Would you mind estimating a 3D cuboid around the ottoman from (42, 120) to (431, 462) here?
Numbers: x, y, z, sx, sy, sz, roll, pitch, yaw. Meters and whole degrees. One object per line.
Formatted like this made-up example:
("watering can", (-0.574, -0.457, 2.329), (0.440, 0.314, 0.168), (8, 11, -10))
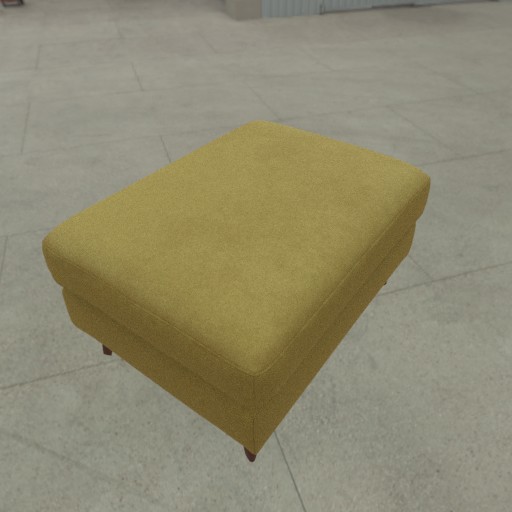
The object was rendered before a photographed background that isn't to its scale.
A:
("ottoman", (0.000, 0.000, 1.147), (0.608, 0.449, 0.811), (25, 46, 27))
